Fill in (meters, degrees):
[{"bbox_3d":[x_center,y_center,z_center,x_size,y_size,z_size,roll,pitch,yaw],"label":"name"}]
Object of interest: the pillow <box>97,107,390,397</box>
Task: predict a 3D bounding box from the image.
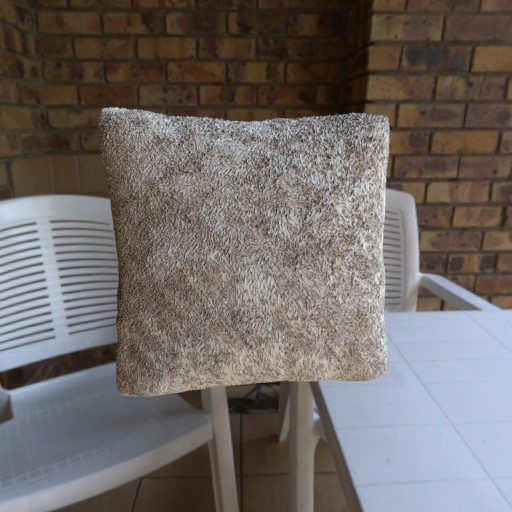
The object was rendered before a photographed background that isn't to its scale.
[{"bbox_3d":[0.000,0.000,0.807,0.529,0.515,0.218,-2,17,-8],"label":"pillow"}]
